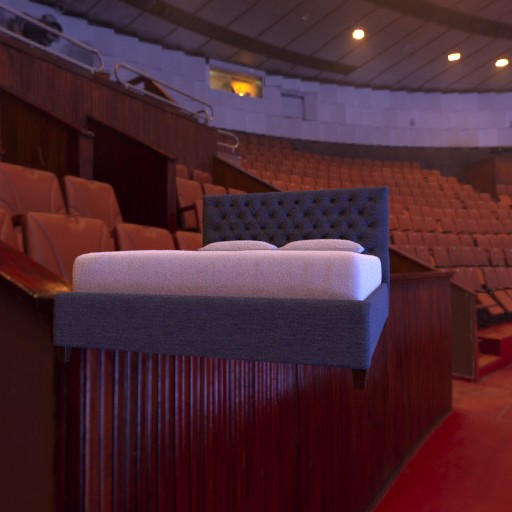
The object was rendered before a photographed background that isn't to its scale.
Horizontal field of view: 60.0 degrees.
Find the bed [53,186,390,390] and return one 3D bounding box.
[{"bbox_3d":[0.000,0.000,3.734,2.078,1.427,2.387,0,-1,19],"label":"bed"}]
